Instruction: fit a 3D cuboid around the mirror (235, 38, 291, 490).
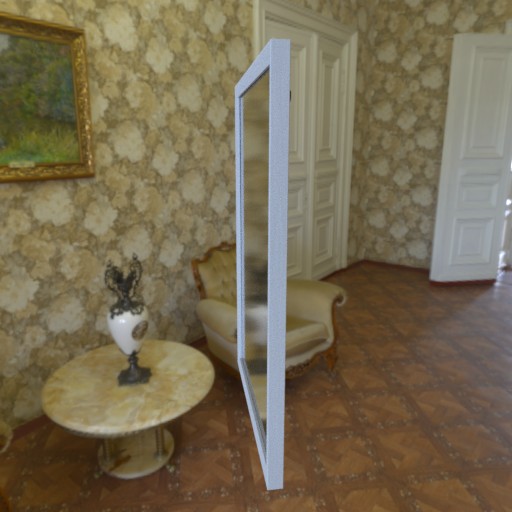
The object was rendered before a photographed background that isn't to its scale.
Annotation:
[{"bbox_3d":[0.000,0.000,1.164,0.040,0.915,0.609,-2,14,-8],"label":"mirror"}]
